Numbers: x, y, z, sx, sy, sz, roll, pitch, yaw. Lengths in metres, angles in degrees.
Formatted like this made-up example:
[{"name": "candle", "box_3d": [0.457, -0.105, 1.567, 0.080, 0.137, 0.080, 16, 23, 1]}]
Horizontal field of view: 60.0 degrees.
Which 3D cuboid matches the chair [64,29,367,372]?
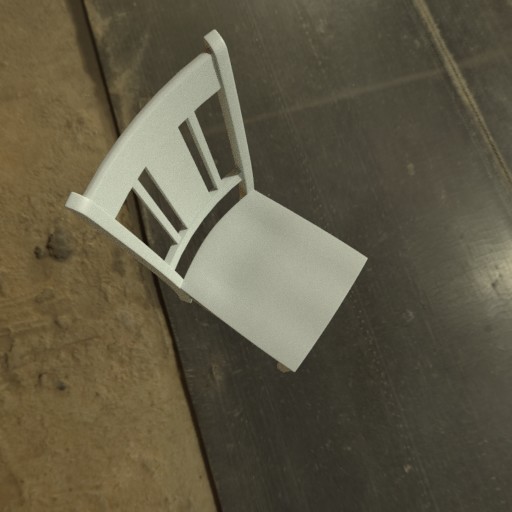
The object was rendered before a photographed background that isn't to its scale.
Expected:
[{"name": "chair", "box_3d": [0.000, 0.000, 1.266, 0.555, 0.998, 0.450, 34, 78, 8]}]
